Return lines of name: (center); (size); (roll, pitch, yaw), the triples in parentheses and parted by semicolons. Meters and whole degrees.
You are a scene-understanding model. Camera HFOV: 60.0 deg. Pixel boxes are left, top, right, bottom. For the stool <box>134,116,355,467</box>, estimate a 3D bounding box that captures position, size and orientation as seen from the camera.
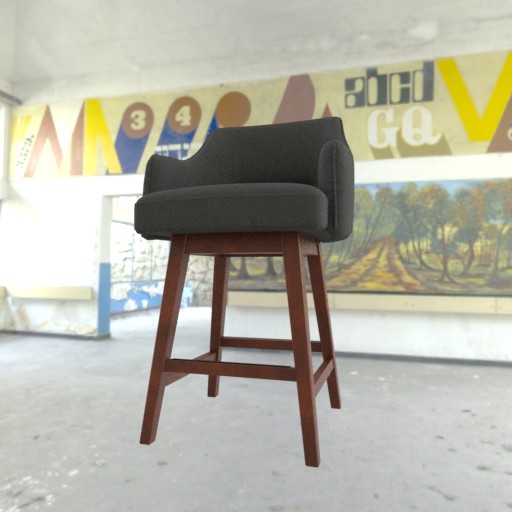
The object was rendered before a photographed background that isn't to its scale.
stool: (0.000, 0.000, 1.250); (0.548, 0.912, 0.558); (0, -2, 17)
